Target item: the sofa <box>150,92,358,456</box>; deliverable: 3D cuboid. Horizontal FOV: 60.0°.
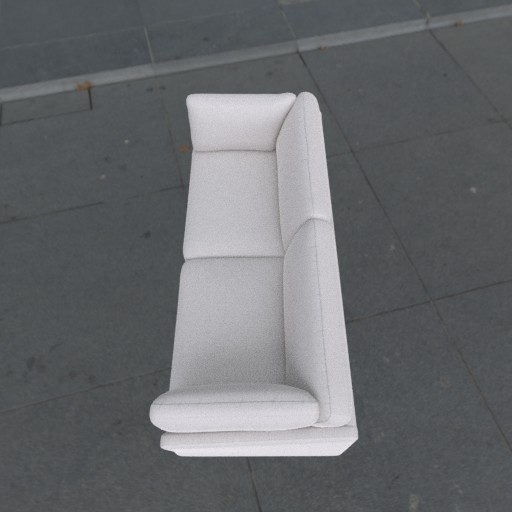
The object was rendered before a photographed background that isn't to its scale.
[{"bbox_3d":[0.000,0.000,2.798,0.957,0.863,2.301,0,59,0],"label":"sofa"}]
